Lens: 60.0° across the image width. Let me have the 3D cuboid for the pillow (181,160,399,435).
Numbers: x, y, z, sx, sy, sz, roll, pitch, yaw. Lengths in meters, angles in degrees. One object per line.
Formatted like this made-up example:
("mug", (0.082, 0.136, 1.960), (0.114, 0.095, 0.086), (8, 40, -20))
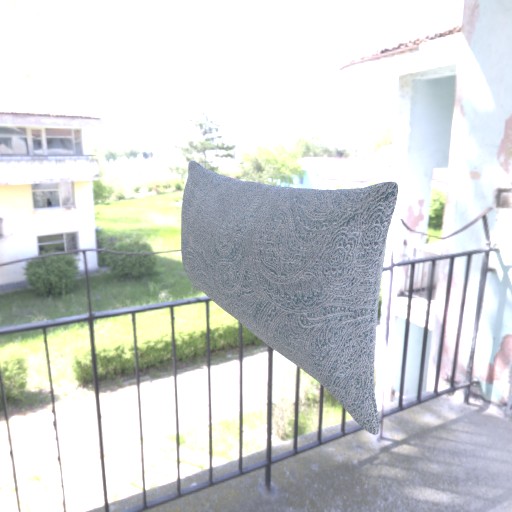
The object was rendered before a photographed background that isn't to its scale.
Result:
("pillow", (0.000, 0.000, 0.744), (0.151, 0.295, 0.615), (-7, 16, -27))
